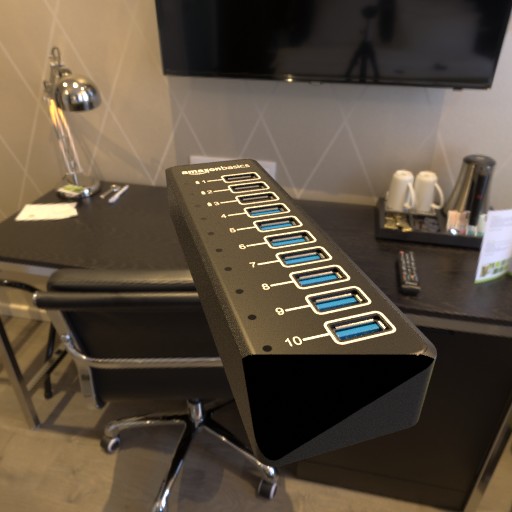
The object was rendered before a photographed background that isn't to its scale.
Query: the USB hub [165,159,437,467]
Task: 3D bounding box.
[{"bbox_3d":[0.000,0.000,0.159,0.044,0.023,0.145,-9,32,-15],"label":"USB hub"}]
